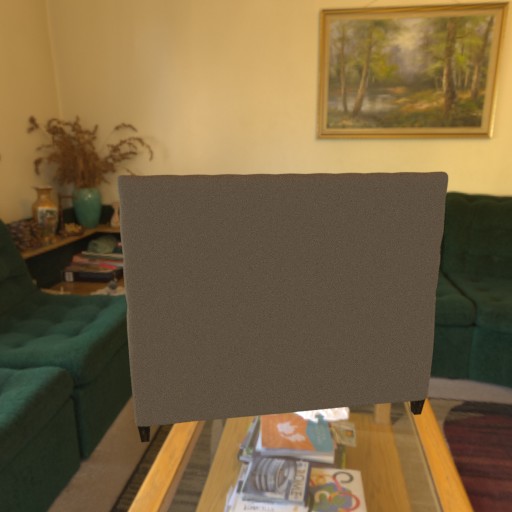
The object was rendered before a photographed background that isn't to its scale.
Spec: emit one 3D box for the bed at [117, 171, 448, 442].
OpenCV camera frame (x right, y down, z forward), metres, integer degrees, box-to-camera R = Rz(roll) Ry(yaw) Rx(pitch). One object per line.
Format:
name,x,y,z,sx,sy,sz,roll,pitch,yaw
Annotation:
bed,0.000,0.000,3.463,1.698,1.427,2.387,-2,15,-9
